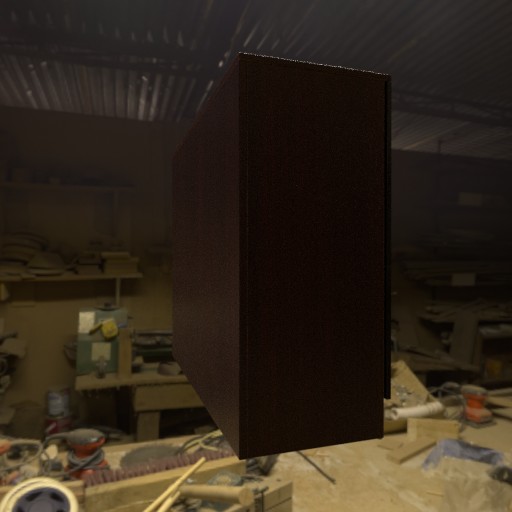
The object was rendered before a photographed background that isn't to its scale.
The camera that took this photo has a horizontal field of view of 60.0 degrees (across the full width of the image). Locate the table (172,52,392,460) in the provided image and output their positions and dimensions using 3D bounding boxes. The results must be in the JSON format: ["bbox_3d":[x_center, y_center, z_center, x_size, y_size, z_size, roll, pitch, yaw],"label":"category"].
[{"bbox_3d":[0.000,0.000,1.355,0.380,0.790,0.930,0,0,-19],"label":"table"}]
